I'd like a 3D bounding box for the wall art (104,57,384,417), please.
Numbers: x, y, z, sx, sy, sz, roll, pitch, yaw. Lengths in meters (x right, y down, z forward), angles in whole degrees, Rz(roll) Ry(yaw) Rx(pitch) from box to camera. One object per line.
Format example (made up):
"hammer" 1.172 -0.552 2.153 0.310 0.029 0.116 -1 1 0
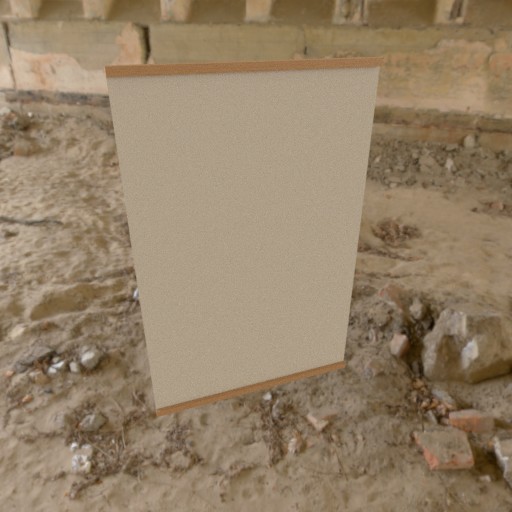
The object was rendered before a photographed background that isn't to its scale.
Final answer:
"wall art" 0.000 0.000 1.871 0.991 1.510 0.040 -10 30 -17
